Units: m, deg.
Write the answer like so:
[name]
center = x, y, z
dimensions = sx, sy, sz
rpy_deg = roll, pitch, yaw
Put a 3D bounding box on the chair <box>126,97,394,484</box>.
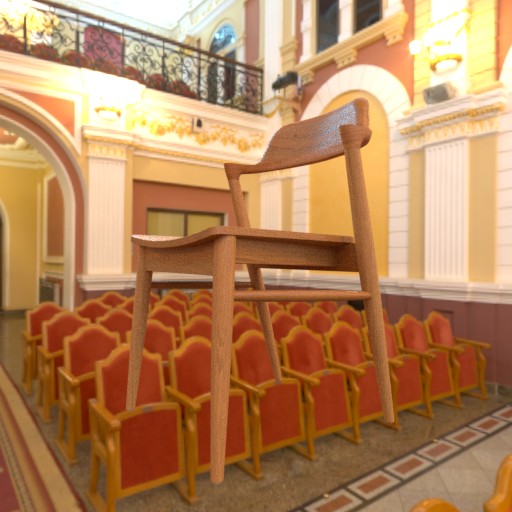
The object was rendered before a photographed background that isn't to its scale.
[chair]
center = 0.000, 0.000, 1.091
dimensions = 0.499, 0.792, 0.512
rpy_deg = 0, 0, -35
